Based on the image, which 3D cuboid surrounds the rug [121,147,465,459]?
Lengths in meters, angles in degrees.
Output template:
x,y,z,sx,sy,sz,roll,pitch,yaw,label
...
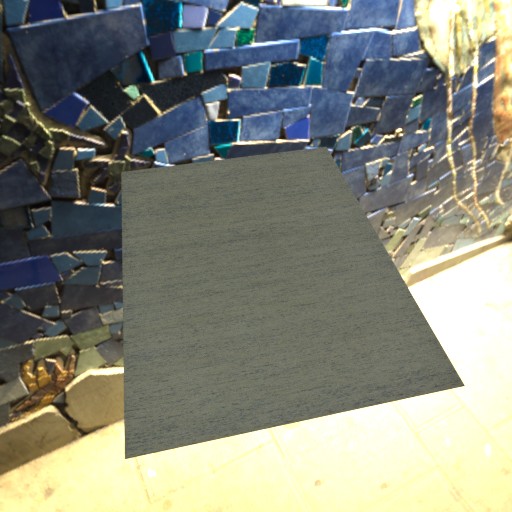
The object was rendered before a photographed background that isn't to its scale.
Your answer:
x,y,z,sx,sy,sz,roll,pitch,yaw,label
0.000,0.000,4.136,2.438,0.006,3.197,-9,47,-8,rug
